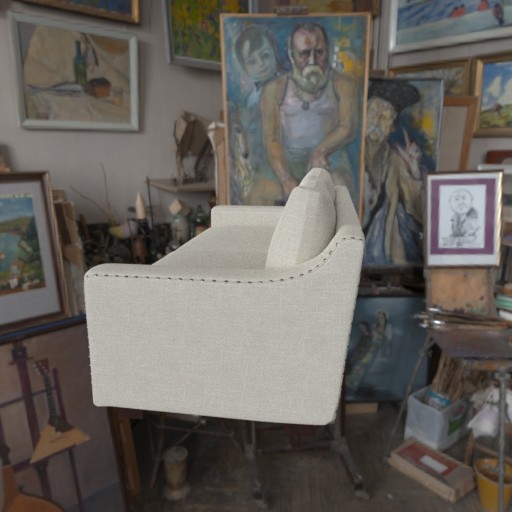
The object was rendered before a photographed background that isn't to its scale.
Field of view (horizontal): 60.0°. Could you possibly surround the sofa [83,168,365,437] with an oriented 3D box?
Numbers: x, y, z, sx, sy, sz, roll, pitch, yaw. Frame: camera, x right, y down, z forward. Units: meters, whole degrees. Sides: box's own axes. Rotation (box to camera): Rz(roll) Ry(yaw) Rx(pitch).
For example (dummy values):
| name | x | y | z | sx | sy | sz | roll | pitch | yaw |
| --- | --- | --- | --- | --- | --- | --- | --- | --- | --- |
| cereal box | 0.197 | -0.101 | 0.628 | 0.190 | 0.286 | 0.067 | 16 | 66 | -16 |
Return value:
| name | x | y | z | sx | sy | sz | roll | pitch | yaw |
| --- | --- | --- | --- | --- | --- | --- | --- | --- | --- |
| sofa | 0.000 | 0.000 | 2.666 | 1.104 | 0.983 | 2.107 | 2 | 14 | 9 |
